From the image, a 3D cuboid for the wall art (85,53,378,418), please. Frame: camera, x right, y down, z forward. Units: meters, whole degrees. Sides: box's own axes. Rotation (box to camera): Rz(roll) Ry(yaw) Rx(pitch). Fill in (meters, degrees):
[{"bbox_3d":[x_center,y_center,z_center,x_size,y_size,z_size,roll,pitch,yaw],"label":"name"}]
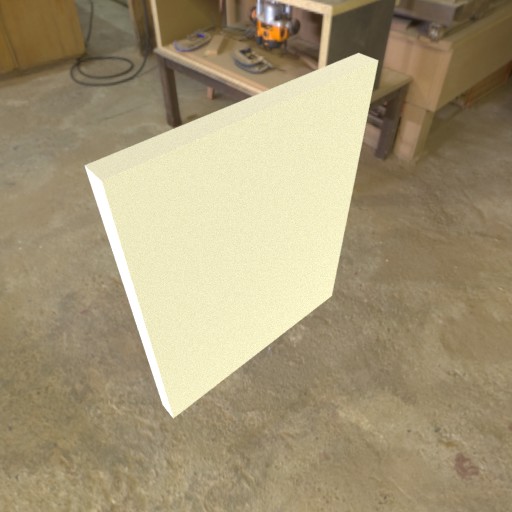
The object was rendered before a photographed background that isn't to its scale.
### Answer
[{"bbox_3d":[0.000,0.000,0.761,0.451,0.553,0.039,-32,54,-28],"label":"wall art"}]
